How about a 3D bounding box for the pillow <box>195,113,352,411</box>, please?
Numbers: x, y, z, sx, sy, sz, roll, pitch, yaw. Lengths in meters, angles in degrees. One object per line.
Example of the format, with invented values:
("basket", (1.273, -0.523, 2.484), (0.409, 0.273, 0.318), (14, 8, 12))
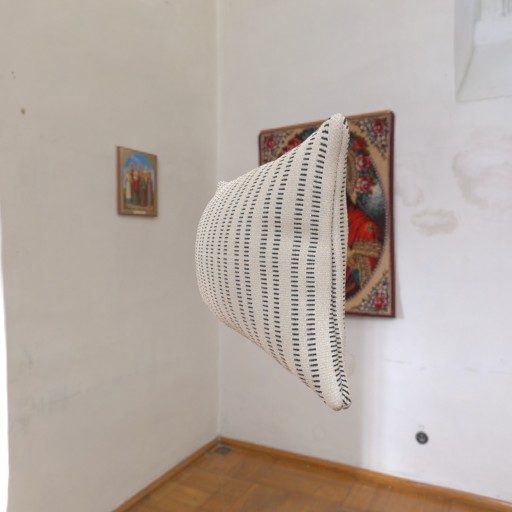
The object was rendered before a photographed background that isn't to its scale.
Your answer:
("pillow", (0.000, 0.000, 0.817), (0.210, 0.353, 0.640), (-1, 2, -17))
